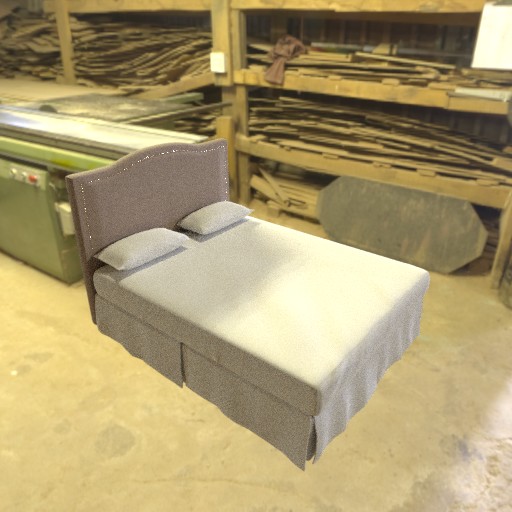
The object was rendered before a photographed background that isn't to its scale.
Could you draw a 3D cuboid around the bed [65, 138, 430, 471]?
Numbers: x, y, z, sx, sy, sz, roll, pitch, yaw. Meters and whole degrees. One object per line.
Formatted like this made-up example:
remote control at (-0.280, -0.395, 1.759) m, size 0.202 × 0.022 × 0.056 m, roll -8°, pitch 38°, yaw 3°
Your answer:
bed at (0.000, 0.000, 3.505) m, size 2.282 × 1.436 × 1.821 m, roll 20°, pitch 33°, yaw 34°
